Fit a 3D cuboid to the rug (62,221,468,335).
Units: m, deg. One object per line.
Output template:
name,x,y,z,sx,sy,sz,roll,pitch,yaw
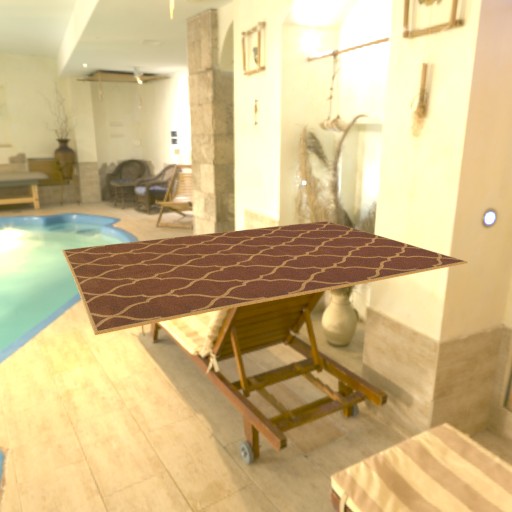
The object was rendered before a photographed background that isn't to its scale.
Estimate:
rug,0.000,0.000,2.980,2.290,0.014,1.526,-8,17,-26
